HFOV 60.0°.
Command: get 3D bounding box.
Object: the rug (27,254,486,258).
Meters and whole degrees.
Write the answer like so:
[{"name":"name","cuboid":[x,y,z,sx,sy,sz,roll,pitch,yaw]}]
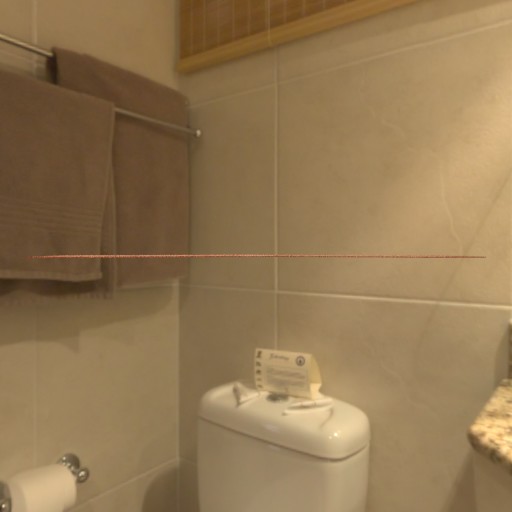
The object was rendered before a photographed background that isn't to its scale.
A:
[{"name":"rug","cuboid":[0.000,0.000,2.607,2.353,0.013,0.718,0,1,0]}]
